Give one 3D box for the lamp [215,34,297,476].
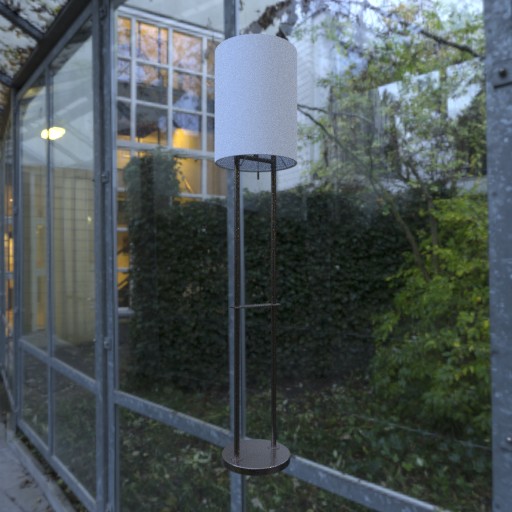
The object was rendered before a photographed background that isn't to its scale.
[{"bbox_3d":[0.000,0.000,1.641,0.306,1.500,0.305,1,-1,-35],"label":"lamp"}]
